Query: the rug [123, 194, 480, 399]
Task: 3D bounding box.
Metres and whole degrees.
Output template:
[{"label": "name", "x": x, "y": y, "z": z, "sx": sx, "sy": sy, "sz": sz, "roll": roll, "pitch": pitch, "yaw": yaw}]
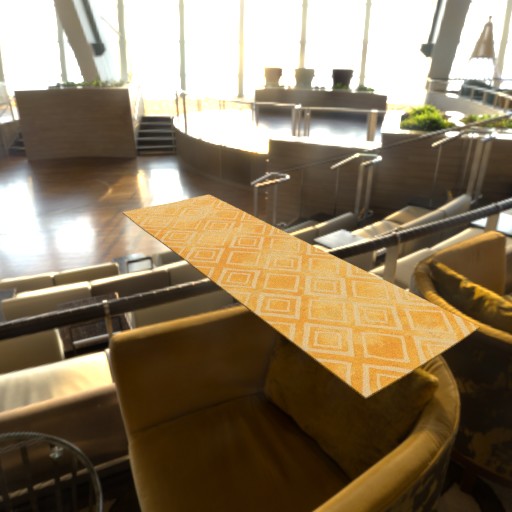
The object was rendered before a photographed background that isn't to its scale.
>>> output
[{"label": "rug", "x": 0.000, "y": 0.000, "z": 2.702, "sx": 0.775, "sy": 0.010, "sz": 2.438, "roll": -17, "pitch": 31, "yaw": -32}]
